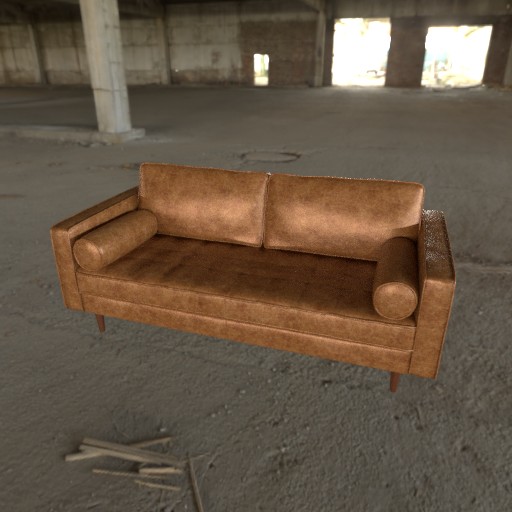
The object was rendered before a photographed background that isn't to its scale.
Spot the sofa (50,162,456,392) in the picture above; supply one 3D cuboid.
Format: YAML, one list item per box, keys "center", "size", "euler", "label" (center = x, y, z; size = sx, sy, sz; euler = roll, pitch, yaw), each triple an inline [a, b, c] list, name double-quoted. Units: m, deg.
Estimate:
- center: [0.000, 0.000, 2.409]
  size: [1.920, 0.825, 0.924]
  euler: [8, 25, 17]
  label: "sofa"
